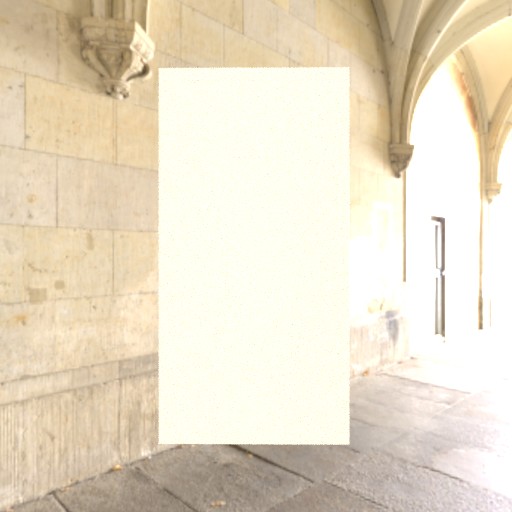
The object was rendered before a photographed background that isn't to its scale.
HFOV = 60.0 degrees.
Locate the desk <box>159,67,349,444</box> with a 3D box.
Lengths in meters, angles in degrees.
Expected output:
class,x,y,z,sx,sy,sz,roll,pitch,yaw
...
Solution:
class,x,y,z,sx,sy,sz,roll,pitch,yaw
desk,0.000,0.000,1.430,0.400,0.790,1.000,0,0,1
